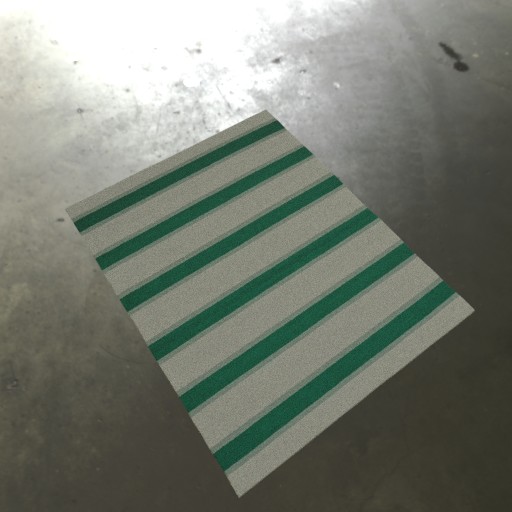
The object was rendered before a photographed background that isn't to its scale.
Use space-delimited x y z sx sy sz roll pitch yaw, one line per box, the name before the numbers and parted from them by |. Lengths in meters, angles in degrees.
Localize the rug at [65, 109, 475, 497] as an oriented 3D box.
rug | 0.000 0.000 4.051 2.434 0.019 3.041 -31 64 -17
